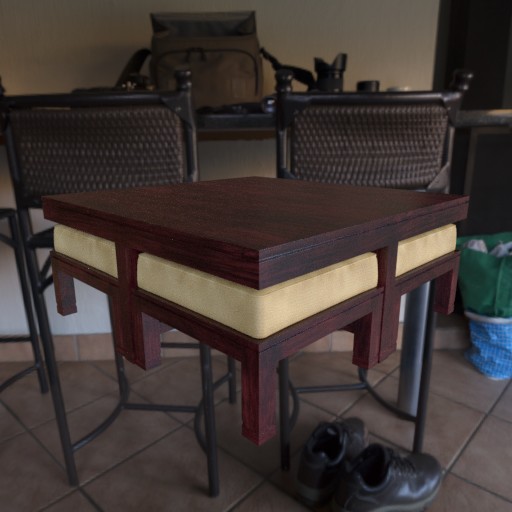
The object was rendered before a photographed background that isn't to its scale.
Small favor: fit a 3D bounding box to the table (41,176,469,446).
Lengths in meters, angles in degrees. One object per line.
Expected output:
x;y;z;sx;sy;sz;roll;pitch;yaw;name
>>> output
0.000;0.000;1.313;0.865;0.356;0.865;15;21;43;table
